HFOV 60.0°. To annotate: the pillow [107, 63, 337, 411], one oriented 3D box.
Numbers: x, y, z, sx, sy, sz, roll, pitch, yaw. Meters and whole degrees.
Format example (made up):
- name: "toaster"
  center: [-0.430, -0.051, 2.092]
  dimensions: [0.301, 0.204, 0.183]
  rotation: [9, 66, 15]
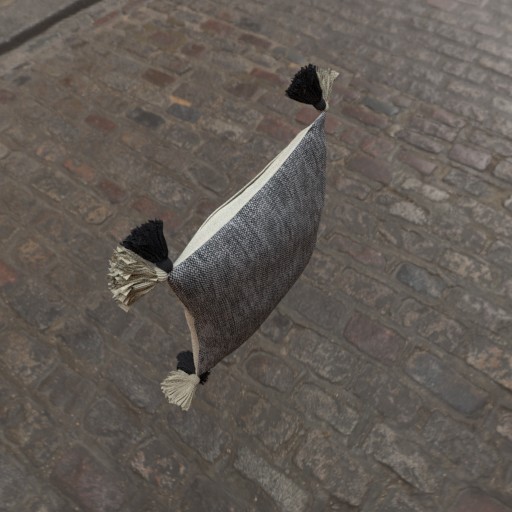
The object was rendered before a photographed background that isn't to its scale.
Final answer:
- name: "pillow"
  center: [0.000, 0.000, 0.983]
  dimensions: [0.170, 0.659, 0.654]
  rotation: [31, 62, 19]
